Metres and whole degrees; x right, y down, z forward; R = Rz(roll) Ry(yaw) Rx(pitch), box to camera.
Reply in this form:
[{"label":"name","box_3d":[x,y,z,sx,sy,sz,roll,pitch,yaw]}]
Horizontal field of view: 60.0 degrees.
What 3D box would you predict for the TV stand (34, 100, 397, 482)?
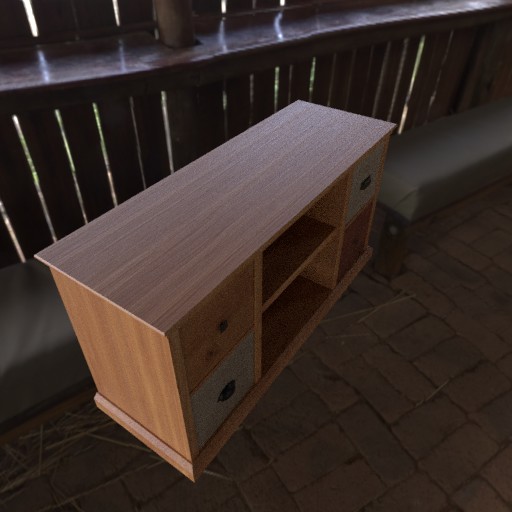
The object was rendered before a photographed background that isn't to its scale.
[{"label":"TV stand","box_3d":[0.000,0.000,1.482,0.417,0.607,1.181,24,45,26]}]
